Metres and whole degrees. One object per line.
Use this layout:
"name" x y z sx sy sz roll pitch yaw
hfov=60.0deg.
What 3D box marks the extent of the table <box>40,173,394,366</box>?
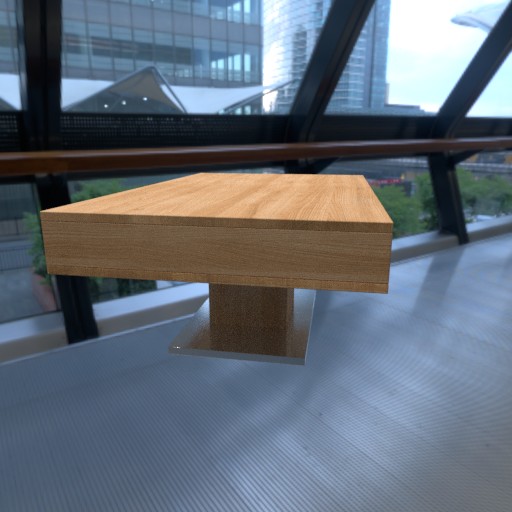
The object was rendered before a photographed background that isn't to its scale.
"table" 0.000 0.000 1.426 0.700 0.440 1.100 3 15 10
